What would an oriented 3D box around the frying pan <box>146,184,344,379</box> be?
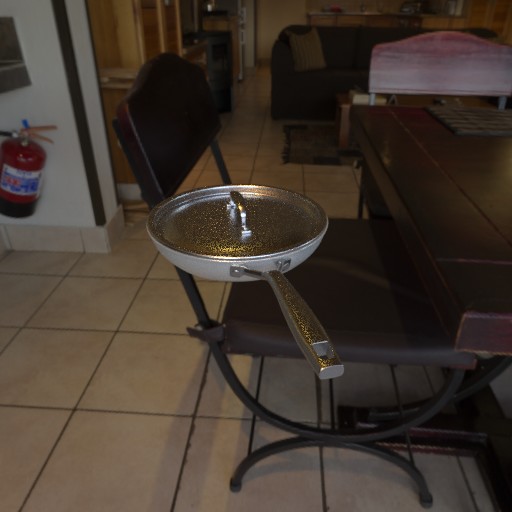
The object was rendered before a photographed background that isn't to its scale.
[{"bbox_3d":[0.000,0.000,0.588,0.272,0.086,0.490,-7,30,-13],"label":"frying pan"}]
